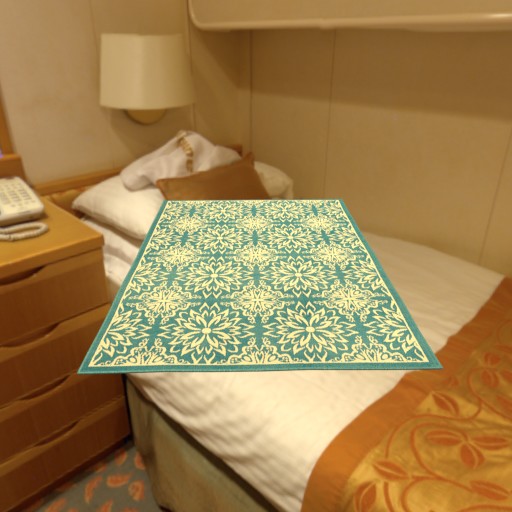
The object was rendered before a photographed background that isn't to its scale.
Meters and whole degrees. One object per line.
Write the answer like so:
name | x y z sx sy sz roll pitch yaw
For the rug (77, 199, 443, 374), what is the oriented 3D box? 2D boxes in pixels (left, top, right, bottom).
rug | 0.000 0.000 2.864 1.554 0.012 2.205 -1 26 -1
